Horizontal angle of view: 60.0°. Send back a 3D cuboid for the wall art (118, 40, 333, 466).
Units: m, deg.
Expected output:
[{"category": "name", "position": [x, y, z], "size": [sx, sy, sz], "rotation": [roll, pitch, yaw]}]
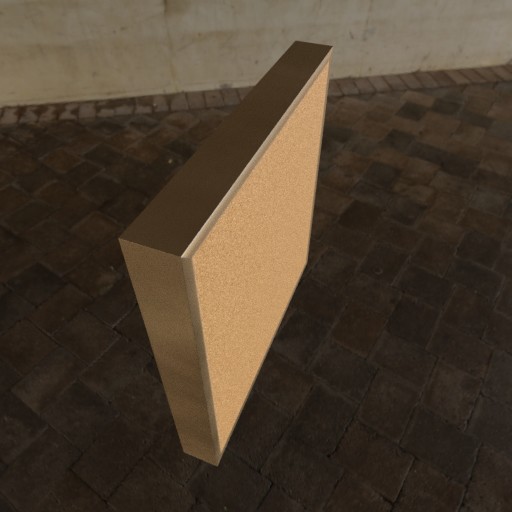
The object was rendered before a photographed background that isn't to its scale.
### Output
[{"category": "wall art", "position": [0.000, 0.000, 0.441], "size": [0.038, 0.303, 0.305], "rotation": [16, 48, 15]}]
